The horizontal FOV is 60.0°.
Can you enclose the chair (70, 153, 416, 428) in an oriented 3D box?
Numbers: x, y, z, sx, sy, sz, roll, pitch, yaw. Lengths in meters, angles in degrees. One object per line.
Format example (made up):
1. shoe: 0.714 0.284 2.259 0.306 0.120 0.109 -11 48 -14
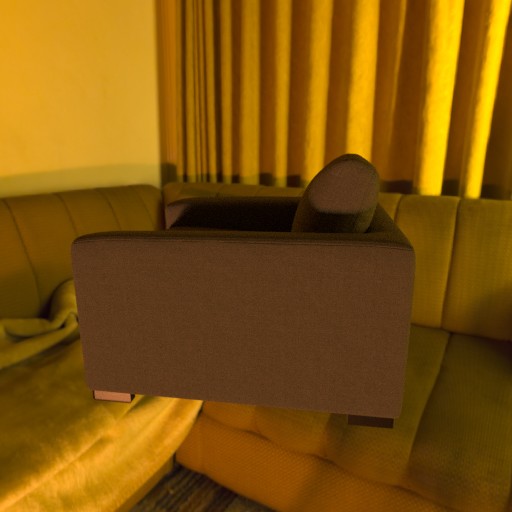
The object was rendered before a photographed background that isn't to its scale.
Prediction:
1. chair: 0.000 0.000 1.885 1.100 0.847 1.070 2 15 9
